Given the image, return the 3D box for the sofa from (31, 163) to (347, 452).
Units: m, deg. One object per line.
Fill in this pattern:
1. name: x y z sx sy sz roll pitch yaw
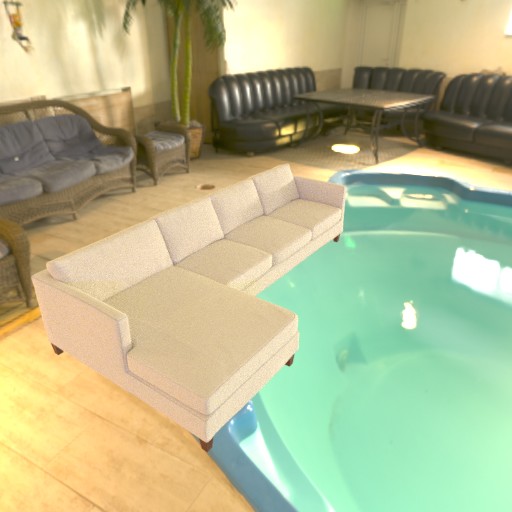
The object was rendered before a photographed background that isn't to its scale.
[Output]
1. sofa: 0.000 0.000 3.940 1.625 0.846 3.186 18 32 31
